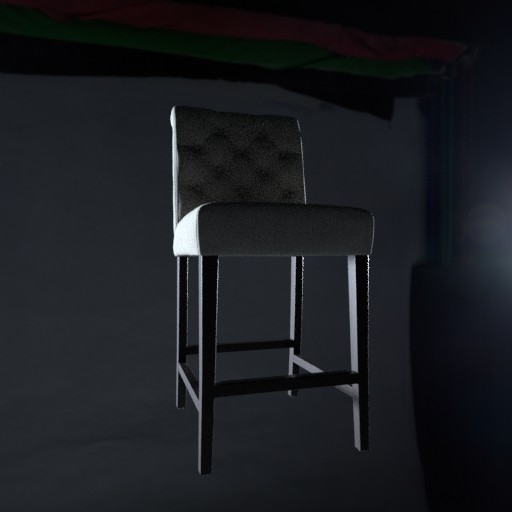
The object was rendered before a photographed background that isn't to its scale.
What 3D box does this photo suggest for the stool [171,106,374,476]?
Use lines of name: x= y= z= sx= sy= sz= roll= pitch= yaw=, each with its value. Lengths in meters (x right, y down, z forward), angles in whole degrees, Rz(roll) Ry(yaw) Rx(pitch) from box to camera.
stool: x=0.000 y=0.000 z=1.382 sx=0.493 sy=1.040 sz=0.601 roll=0 pitch=0 yaw=-17
